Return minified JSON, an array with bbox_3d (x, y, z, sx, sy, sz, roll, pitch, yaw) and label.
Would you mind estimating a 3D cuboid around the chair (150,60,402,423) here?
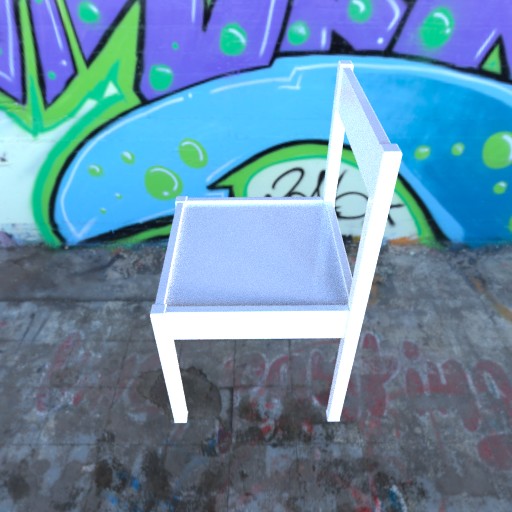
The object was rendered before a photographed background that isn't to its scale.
[{"bbox_3d":[0.000,0.000,0.700,0.285,0.505,0.285,0,41,-1],"label":"chair"}]
